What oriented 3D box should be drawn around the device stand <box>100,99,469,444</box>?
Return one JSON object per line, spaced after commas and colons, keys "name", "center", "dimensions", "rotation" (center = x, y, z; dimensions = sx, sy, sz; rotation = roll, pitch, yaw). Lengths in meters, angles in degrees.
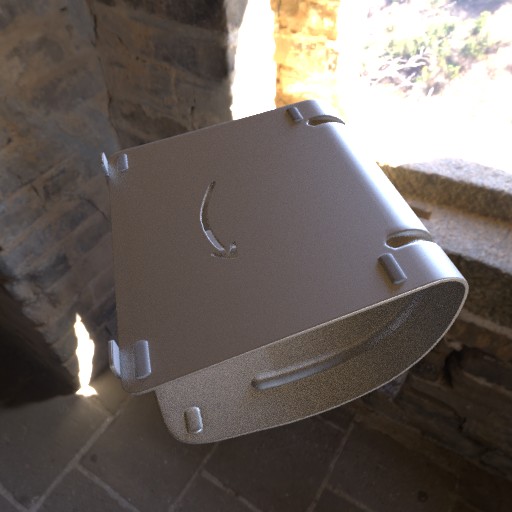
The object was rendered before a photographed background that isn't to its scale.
{"name": "device stand", "center": [0.000, 0.000, 0.393], "dimensions": [0.236, 0.155, 0.256], "rotation": [-11, 48, -10]}
